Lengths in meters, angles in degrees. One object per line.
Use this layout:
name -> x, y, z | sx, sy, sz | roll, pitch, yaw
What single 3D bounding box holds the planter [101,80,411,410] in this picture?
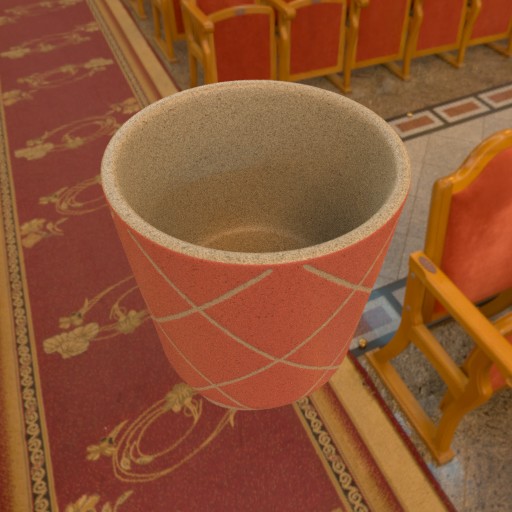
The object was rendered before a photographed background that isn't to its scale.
planter -> 0.000, 0.000, 0.417 | 0.227, 0.235, 0.227 | 0, 48, 0
